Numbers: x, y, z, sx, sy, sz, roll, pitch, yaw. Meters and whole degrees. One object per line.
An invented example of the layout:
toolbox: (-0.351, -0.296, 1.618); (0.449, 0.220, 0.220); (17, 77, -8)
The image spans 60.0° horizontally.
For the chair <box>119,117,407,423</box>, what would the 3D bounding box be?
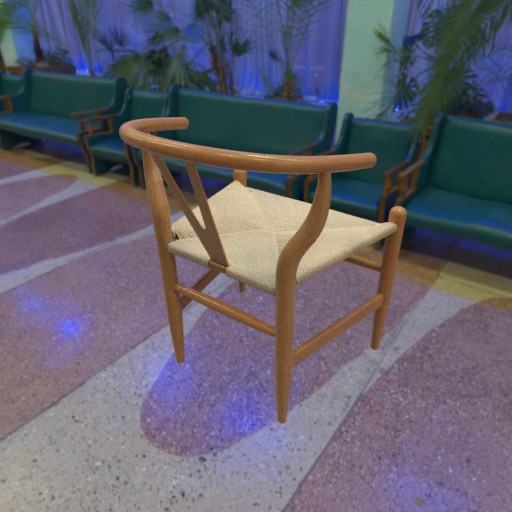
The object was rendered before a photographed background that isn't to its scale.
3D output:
chair: (0.000, 0.000, 1.153); (0.569, 0.730, 0.579); (20, 36, 31)
